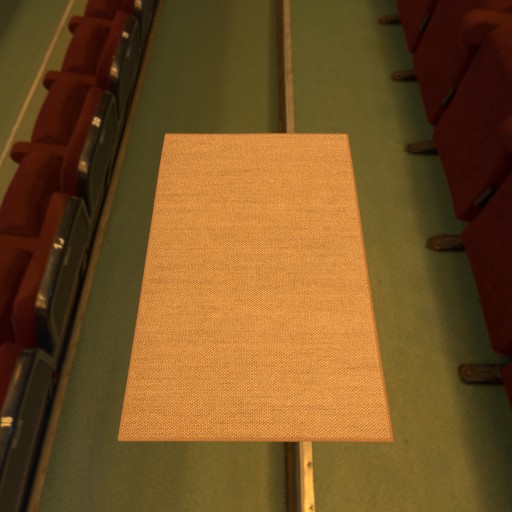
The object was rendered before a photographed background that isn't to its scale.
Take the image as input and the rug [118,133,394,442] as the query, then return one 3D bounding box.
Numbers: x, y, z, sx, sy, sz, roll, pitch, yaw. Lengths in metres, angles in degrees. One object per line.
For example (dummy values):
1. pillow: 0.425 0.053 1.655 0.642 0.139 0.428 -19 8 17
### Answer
1. rug: 0.000 0.000 2.131 1.061 0.012 1.668 0 58 0
